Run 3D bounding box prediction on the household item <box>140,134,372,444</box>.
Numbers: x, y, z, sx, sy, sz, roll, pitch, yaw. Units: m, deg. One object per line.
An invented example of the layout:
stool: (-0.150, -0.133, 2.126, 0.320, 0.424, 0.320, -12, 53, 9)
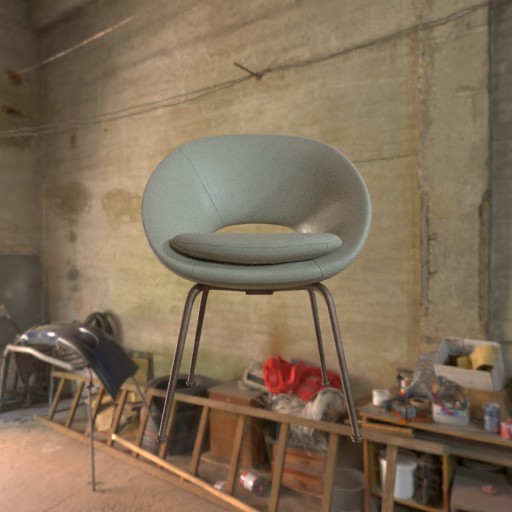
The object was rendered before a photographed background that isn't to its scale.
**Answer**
household item: (0.000, 0.000, 1.282, 0.623, 0.852, 0.573, 0, 0, 0)
